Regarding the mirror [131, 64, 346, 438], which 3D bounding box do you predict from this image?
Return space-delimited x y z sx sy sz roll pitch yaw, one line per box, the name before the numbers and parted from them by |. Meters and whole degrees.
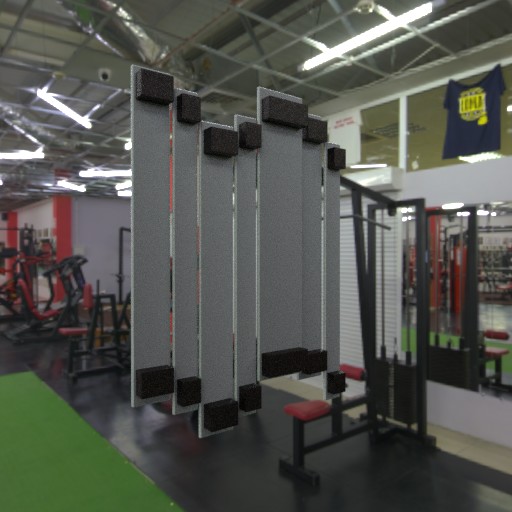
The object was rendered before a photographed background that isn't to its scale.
mirror | 0.000 0.000 0.802 0.445 0.611 0.058 0 0 -37
